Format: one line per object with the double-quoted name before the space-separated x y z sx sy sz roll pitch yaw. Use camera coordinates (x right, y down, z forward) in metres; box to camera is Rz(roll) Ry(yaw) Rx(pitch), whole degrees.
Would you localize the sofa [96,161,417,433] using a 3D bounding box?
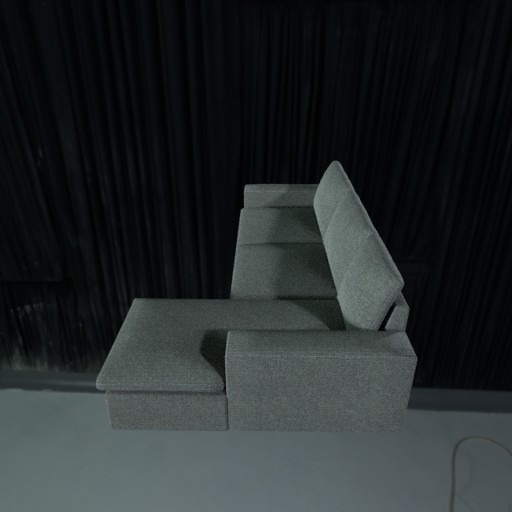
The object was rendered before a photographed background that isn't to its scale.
"sofa" 0.000 0.000 3.520 1.689 0.940 2.718 0 28 1
